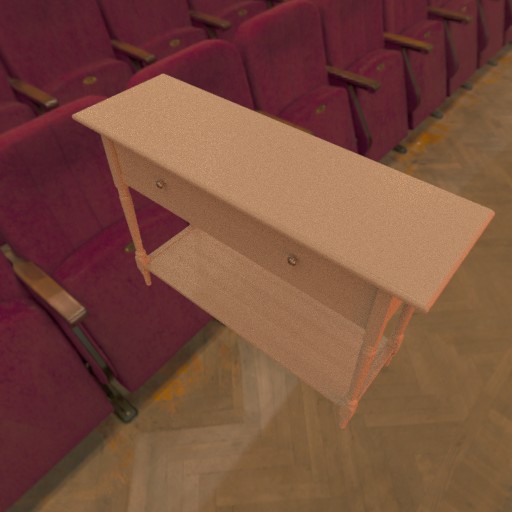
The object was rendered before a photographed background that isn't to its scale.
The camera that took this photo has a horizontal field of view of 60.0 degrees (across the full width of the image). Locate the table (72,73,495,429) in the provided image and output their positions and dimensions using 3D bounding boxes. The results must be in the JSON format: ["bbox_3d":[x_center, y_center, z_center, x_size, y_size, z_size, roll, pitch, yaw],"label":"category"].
[{"bbox_3d":[0.000,0.000,1.528,1.197,0.808,0.384,31,54,26],"label":"table"}]
